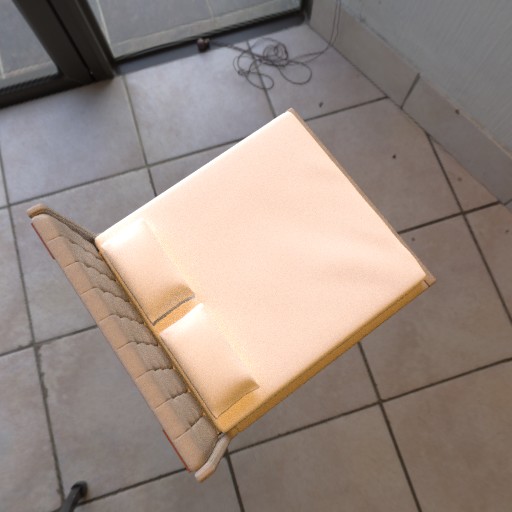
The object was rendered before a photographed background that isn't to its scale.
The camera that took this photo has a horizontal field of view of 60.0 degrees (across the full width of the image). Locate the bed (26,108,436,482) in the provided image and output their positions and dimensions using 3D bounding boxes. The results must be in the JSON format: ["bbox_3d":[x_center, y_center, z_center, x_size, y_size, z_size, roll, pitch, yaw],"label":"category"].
[{"bbox_3d":[0.000,0.000,3.518,2.342,1.289,2.062,-35,79,-8],"label":"bed"}]
